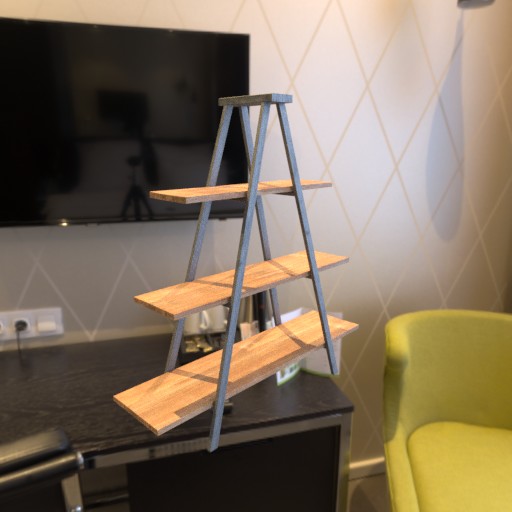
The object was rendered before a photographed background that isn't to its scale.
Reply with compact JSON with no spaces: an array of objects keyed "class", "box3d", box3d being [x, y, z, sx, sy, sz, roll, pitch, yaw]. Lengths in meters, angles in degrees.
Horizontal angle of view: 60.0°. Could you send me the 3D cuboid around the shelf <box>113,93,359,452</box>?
[{"class":"shelf","box3d":[0.000,0.000,2.666,0.508,1.808,1.746,14,20,43]}]
